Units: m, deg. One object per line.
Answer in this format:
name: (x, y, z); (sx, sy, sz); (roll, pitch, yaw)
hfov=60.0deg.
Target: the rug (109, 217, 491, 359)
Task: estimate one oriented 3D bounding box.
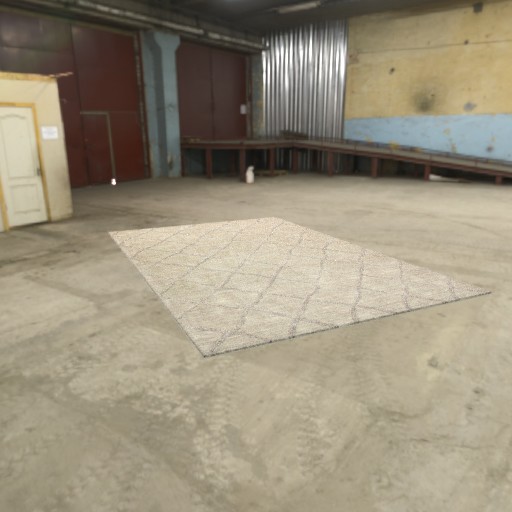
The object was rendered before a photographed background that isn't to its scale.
rug: (0.000, 0.000, 2.892); (1.521, 0.015, 2.280); (-7, 17, -25)
